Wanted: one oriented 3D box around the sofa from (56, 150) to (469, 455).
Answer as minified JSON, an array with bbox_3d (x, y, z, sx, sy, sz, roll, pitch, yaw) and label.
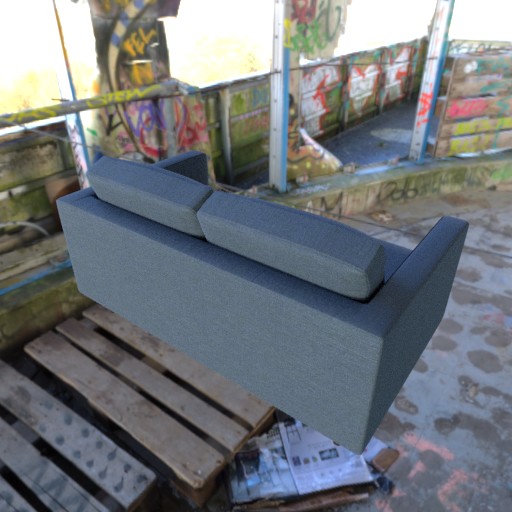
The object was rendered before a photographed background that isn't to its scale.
[{"bbox_3d":[0.000,0.000,2.174,1.659,0.907,0.999,21,37,31],"label":"sofa"}]
